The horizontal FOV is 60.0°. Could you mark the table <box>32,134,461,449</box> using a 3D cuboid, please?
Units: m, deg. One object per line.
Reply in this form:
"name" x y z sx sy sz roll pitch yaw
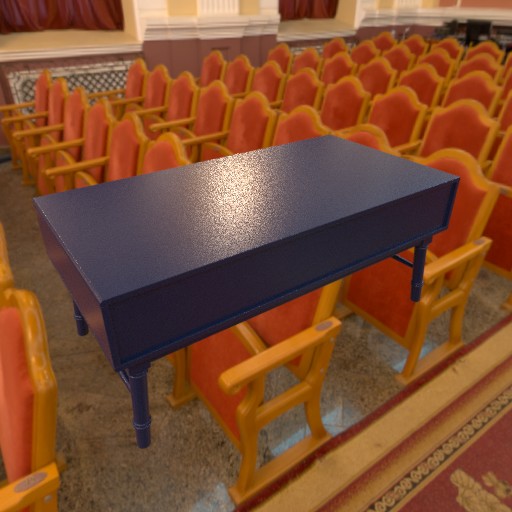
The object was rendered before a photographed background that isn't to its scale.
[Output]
"table" 0.000 0.000 1.353 1.067 0.457 0.572 -20 36 -29
